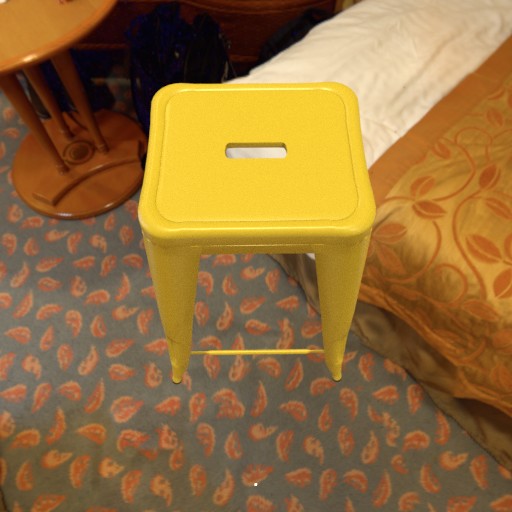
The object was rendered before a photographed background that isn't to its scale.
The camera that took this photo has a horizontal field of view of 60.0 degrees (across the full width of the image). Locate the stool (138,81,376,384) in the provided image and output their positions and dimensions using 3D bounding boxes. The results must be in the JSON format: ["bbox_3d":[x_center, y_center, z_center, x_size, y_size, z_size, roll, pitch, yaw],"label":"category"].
[{"bbox_3d":[0.000,0.000,0.848,0.399,0.609,0.359,-1,63,-1],"label":"stool"}]
